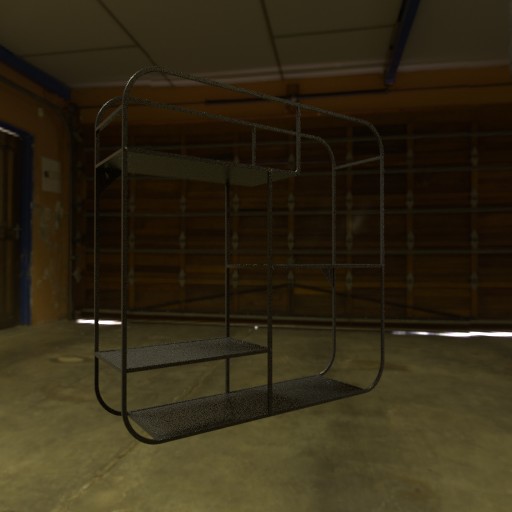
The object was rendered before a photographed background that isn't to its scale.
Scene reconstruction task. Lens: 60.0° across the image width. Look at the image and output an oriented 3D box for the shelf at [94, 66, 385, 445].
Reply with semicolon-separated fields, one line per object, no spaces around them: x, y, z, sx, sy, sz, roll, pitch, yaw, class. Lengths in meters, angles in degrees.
0.000;0.000;0.906;0.600;0.600;0.160;0;-1;-35;shelf
